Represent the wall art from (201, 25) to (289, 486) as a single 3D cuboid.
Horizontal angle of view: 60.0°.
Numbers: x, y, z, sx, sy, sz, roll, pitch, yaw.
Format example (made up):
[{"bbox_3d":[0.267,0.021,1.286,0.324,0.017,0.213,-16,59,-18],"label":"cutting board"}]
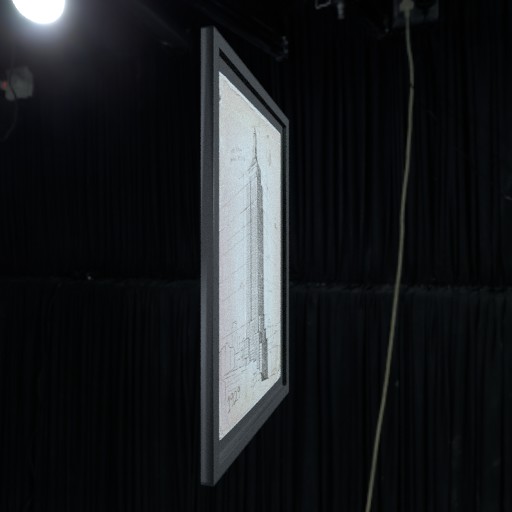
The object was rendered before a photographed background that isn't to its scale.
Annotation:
[{"bbox_3d":[0.000,0.000,0.561,0.013,0.431,0.303,0,0,18],"label":"wall art"}]
